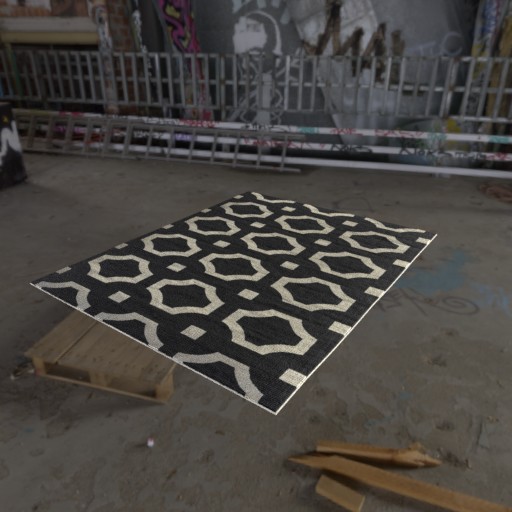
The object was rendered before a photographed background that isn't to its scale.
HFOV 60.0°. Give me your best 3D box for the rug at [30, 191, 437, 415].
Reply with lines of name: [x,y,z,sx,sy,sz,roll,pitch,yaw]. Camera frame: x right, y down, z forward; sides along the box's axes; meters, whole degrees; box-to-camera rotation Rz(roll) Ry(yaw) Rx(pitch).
rug: [0.000,0.000,4.162,2.466,0.021,3.049,18,31,32]
